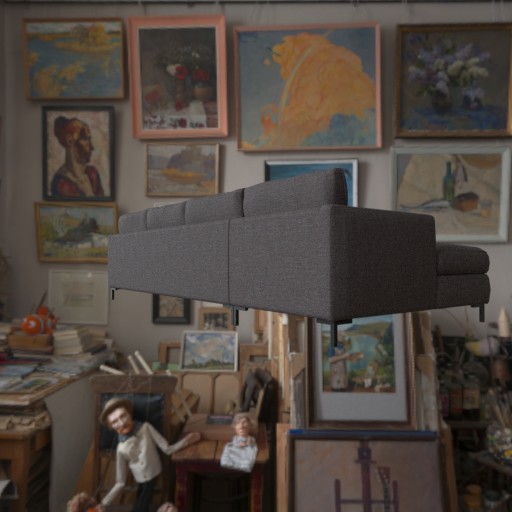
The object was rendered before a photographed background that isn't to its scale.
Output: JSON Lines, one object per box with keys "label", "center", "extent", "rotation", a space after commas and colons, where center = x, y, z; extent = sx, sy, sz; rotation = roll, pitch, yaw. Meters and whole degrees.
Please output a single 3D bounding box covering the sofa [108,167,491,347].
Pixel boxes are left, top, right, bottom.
{"label": "sofa", "center": [0.000, 0.000, 3.178], "extent": [1.258, 0.754, 2.731], "rotation": [0, -1, -37]}
